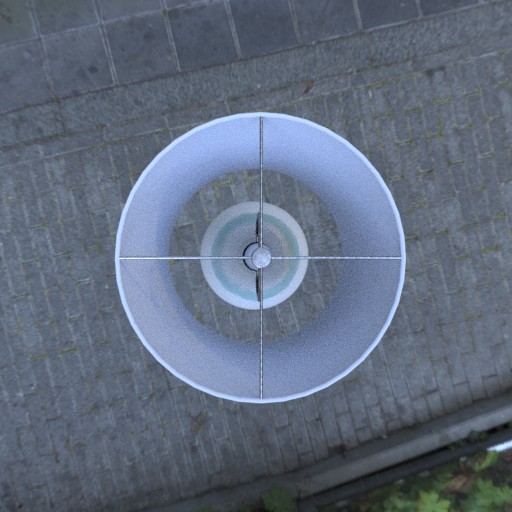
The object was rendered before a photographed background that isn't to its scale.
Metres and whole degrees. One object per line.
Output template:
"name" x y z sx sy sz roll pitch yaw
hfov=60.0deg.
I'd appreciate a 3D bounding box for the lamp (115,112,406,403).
"lamp" 0.000 0.000 0.531 0.217 0.404 0.217 0 90 -1
